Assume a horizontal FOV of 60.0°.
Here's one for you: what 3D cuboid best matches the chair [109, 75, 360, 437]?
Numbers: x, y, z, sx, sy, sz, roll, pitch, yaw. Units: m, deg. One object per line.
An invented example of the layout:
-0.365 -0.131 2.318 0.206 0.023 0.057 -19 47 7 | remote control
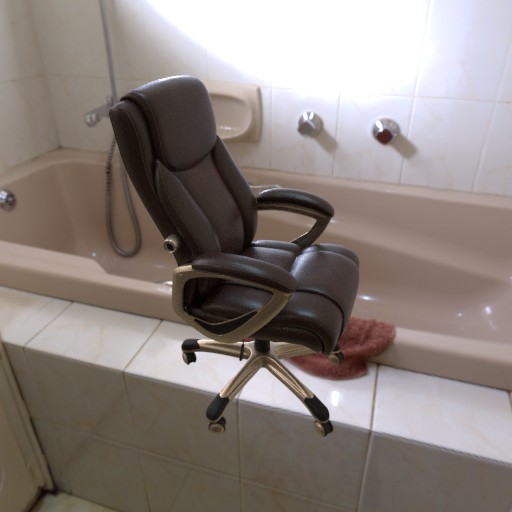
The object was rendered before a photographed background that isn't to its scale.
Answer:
0.000 0.000 1.634 0.749 1.194 0.692 10 31 17 | chair
